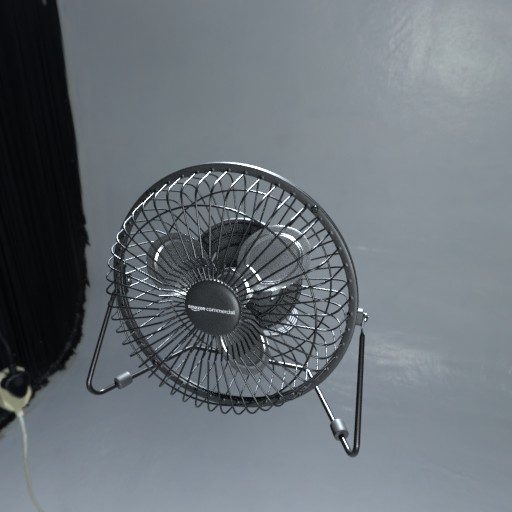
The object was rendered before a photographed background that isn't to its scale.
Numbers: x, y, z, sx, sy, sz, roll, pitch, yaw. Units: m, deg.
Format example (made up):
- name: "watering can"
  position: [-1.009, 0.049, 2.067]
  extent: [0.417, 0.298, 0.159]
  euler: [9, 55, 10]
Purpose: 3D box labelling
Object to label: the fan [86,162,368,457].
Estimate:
- name: "fan"
  position: [0.000, 0.000, 0.380]
  extent: [0.209, 0.188, 0.227]
  euler: [7, 26, 15]
